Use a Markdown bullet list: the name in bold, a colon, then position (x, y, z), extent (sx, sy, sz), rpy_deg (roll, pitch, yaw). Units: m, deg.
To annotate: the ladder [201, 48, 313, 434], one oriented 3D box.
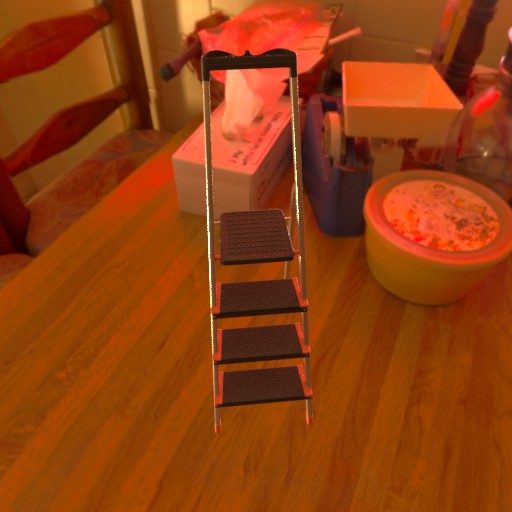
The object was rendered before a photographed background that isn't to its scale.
- **ladder**: position (0.000, 0.000, 1.813), extent (0.452, 1.429, 0.834), rpy_deg (-4, 46, -4)
